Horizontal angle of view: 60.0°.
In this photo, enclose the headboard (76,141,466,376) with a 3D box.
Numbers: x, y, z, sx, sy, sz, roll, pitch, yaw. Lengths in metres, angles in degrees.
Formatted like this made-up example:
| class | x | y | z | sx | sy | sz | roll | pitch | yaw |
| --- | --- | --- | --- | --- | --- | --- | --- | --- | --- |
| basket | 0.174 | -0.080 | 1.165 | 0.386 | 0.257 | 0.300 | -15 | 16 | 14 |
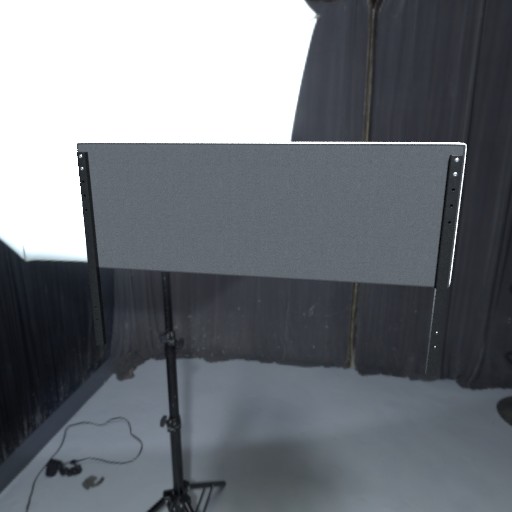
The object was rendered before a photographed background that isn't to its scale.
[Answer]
| class | x | y | z | sx | sy | sz | roll | pitch | yaw |
| --- | --- | --- | --- | --- | --- | --- | --- | --- | --- |
| headboard | 0.000 | 0.000 | 2.832 | 2.362 | 1.410 | 0.120 | 3 | 16 | 10 |
